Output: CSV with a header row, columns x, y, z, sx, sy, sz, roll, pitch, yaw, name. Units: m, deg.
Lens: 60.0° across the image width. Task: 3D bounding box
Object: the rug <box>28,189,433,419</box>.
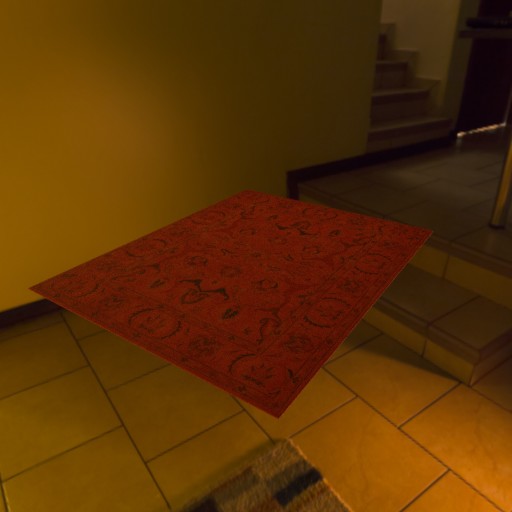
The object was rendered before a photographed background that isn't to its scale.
x,y,z,sx,sy,sz,roll,pitch,yaw,name
0.000,0.000,3.945,2.300,0.012,2.929,17,32,30,rug
